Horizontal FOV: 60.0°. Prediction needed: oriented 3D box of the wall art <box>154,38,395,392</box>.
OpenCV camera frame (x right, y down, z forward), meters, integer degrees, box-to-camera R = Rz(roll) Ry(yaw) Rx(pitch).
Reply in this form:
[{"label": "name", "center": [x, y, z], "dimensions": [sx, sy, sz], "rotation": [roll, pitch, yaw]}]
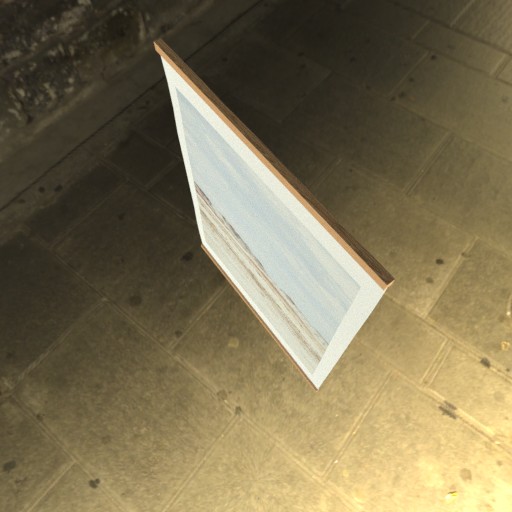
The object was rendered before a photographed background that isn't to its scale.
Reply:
[{"label": "wall art", "center": [0.000, 0.000, 0.803], "dimensions": [0.011, 0.605, 0.458], "rotation": [-34, 68, -16]}]
